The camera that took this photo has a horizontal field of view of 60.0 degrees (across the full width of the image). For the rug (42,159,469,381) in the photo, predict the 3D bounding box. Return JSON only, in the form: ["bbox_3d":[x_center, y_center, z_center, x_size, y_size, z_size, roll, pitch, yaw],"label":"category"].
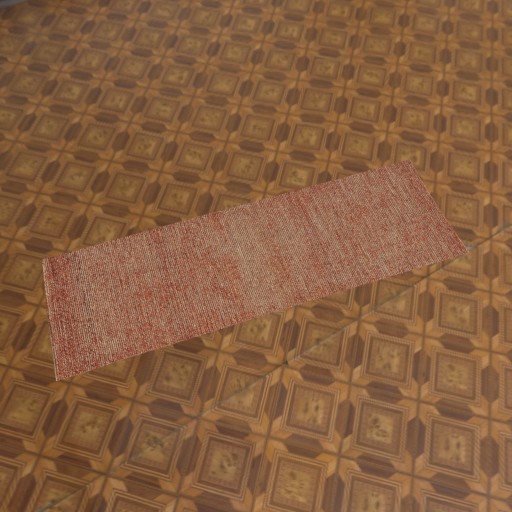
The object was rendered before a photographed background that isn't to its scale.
[{"bbox_3d":[0.000,0.000,2.542,2.353,0.013,0.718,-16,64,-8],"label":"rug"}]
